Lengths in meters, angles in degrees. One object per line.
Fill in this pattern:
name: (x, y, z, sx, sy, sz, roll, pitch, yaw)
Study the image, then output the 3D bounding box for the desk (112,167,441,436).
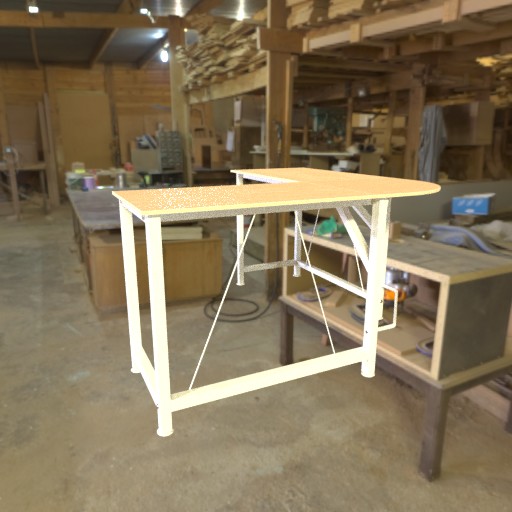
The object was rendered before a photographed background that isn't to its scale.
desk: (0.000, 0.000, 2.257, 1.400, 0.762, 1.400, -7, 17, -25)
